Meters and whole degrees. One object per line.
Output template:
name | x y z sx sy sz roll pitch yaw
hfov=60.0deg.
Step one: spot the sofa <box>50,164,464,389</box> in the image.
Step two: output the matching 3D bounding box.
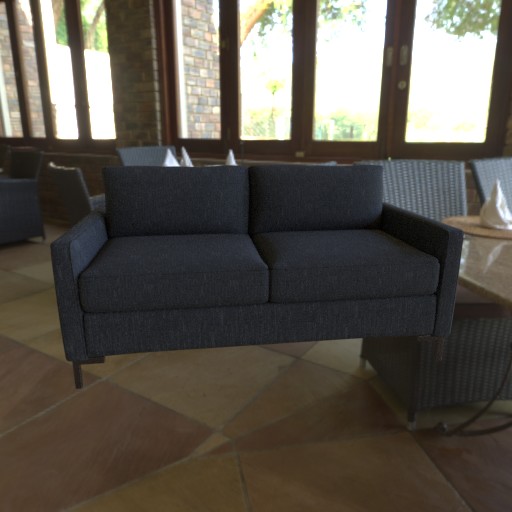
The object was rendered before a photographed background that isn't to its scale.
sofa | 0.000 0.000 2.218 1.716 0.862 0.866 -2 16 -8
